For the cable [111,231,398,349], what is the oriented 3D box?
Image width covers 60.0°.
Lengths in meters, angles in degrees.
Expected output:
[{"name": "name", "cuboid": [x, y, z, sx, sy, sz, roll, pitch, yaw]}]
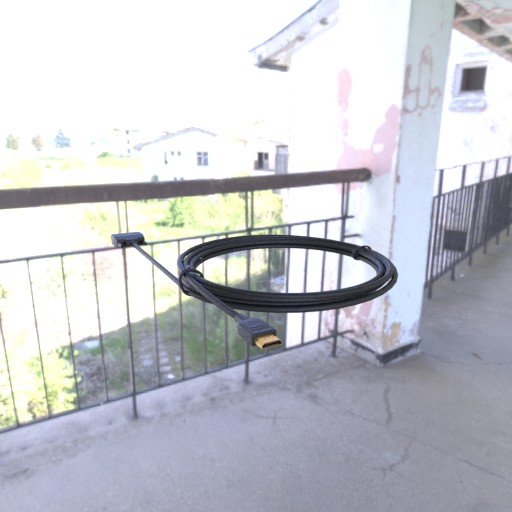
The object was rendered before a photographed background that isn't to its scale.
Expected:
[{"name": "cable", "cuboid": [0.000, 0.000, 0.529, 0.257, 0.030, 0.422, -8, 17, -28]}]
